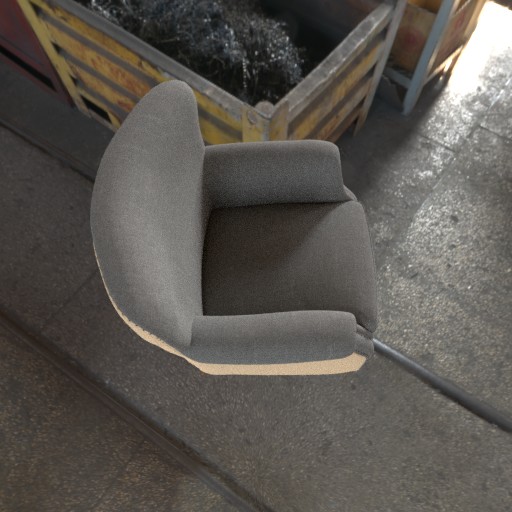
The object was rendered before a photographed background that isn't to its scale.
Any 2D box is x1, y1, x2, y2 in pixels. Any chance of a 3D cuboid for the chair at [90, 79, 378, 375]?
[{"bbox_3d":[0.000,0.000,1.644,0.921,0.936,0.861,0,64,0],"label":"chair"}]
